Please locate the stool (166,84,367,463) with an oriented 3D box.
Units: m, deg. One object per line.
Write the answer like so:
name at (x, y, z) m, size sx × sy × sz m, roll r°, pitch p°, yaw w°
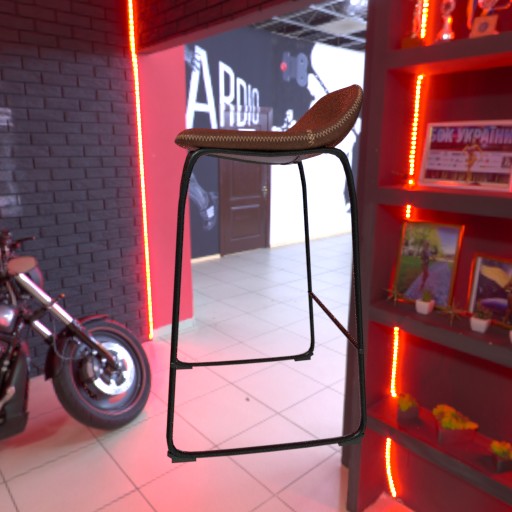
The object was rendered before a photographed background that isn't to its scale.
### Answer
stool at (0.000, 0.000, 1.143) m, size 0.473 × 0.830 × 0.454 m, roll -2°, pitch 14°, yaw -9°
